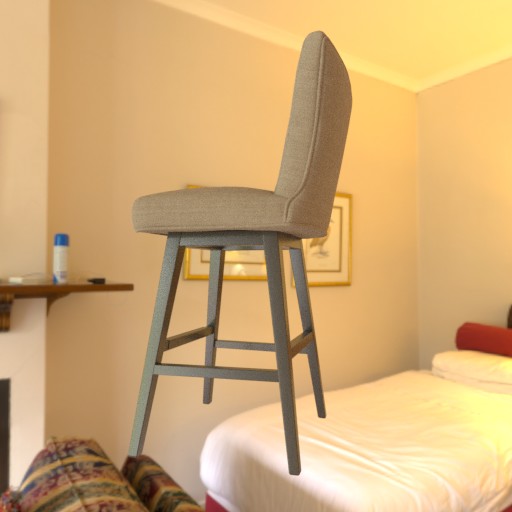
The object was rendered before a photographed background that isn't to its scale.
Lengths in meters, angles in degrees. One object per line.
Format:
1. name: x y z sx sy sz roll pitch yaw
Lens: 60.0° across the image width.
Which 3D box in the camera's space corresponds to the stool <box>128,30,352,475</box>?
1. stool: 0.000 0.000 1.361 0.574 1.086 0.514 0 -2 17
